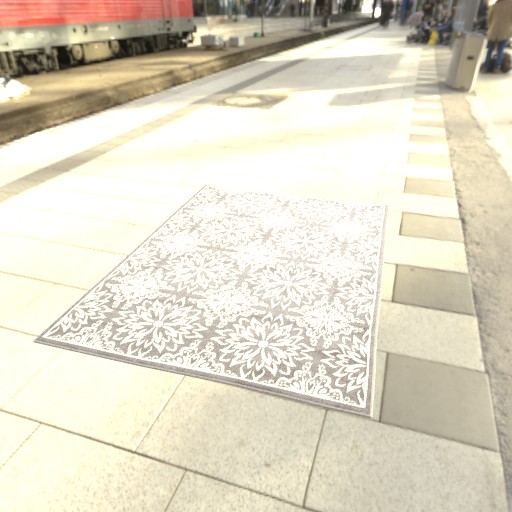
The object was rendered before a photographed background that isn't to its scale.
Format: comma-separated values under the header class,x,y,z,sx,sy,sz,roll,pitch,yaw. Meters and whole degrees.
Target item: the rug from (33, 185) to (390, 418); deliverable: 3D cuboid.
class,x,y,z,sx,sy,sz,roll,pitch,yaw
rug,0.000,0.000,2.870,1.608,0.014,2.213,8,31,14
